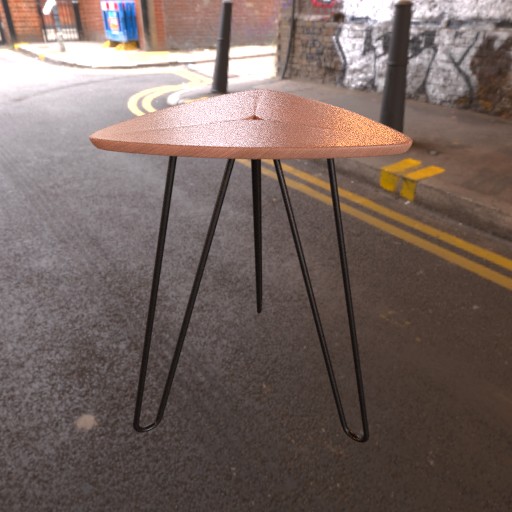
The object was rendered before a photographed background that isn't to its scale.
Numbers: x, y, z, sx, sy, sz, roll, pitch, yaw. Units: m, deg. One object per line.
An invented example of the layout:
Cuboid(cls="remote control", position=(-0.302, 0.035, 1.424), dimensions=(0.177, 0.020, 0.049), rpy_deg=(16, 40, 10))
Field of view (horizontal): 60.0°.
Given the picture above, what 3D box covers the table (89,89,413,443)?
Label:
Cuboid(cls="table", position=(0.000, 0.000, 0.880), dimensions=(0.442, 0.564, 0.455), rpy_deg=(2, 30, 3))
